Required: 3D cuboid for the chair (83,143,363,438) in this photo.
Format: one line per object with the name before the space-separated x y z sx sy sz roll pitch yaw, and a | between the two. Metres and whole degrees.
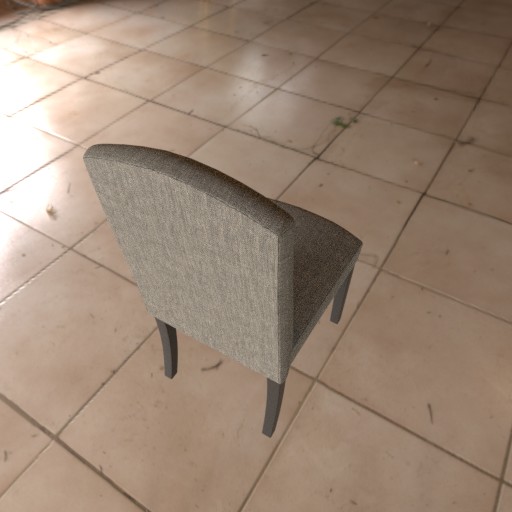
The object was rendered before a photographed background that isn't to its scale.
chair | 0.000 0.000 1.240 0.451 0.917 0.580 23 50 21
